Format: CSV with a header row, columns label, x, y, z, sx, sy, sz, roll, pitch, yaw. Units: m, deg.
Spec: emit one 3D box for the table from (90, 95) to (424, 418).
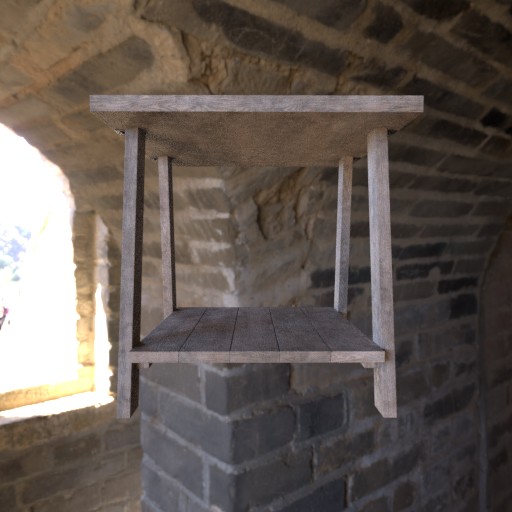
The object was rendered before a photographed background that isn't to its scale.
label,x,y,z,sx,sy,sz,roll,pitch,yaw
table,0.000,0.000,1.123,0.610,0.610,0.610,0,2,0
